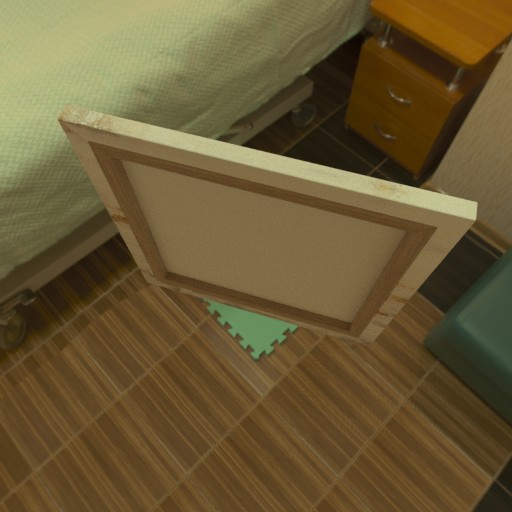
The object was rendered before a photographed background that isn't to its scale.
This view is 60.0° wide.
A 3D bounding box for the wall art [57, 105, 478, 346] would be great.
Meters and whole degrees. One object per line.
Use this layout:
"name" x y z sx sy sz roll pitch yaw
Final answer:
"wall art" 0.000 0.000 1.108 0.753 0.755 0.038 15 64 8
